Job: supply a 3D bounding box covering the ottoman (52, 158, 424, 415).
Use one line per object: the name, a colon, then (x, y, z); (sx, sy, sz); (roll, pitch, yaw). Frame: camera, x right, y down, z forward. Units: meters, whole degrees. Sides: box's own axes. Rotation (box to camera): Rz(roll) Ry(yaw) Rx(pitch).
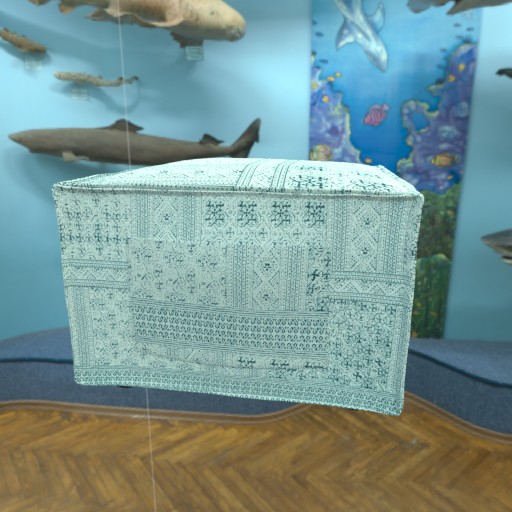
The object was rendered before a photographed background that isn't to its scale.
ottoman: (0.000, 0.000, 1.032); (0.617, 0.439, 0.626); (3, 16, 9)
